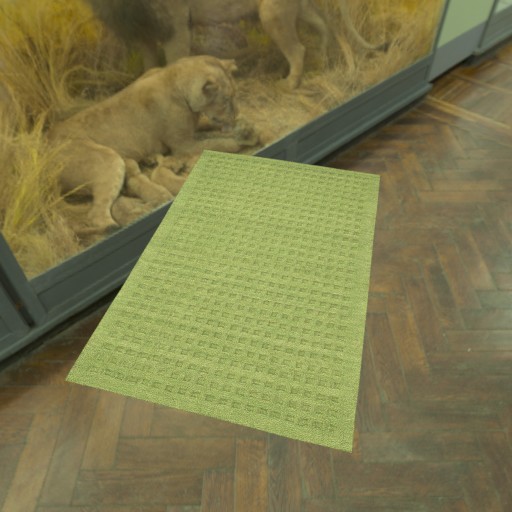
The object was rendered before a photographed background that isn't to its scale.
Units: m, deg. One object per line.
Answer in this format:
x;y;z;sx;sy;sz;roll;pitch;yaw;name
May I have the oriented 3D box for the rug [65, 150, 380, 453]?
0.000;0.000;3.011;1.529;0.007;2.297;10;47;10;rug
